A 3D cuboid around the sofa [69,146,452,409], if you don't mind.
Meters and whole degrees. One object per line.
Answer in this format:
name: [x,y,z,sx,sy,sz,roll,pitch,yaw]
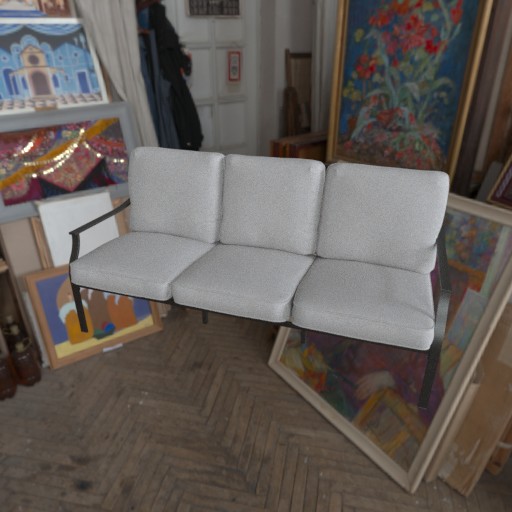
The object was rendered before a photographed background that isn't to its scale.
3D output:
sofa: [0.000,0.000,2.202,1.740,0.860,0.787,8,28,16]
